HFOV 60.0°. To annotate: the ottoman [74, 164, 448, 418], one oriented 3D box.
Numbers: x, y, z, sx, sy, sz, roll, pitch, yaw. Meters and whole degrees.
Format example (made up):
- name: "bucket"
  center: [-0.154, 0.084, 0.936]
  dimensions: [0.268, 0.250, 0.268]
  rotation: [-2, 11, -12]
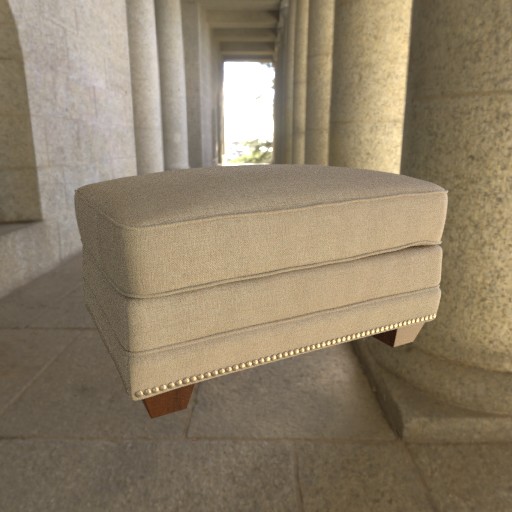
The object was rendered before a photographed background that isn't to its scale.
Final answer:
- name: "ottoman"
  center: [0.000, 0.000, 1.149]
  dimensions: [0.813, 0.458, 0.559]
  rotation: [-8, 17, -28]
